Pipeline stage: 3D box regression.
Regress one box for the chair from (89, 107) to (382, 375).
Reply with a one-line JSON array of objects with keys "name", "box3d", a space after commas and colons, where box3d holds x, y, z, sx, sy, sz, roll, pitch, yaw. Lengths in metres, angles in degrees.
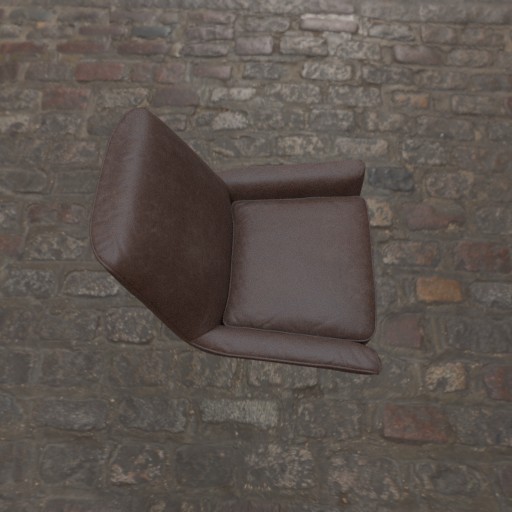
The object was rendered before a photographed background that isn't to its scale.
[{"name": "chair", "box3d": [0.000, 0.000, 1.524, 0.824, 0.888, 0.787, 2, 65, 1]}]
